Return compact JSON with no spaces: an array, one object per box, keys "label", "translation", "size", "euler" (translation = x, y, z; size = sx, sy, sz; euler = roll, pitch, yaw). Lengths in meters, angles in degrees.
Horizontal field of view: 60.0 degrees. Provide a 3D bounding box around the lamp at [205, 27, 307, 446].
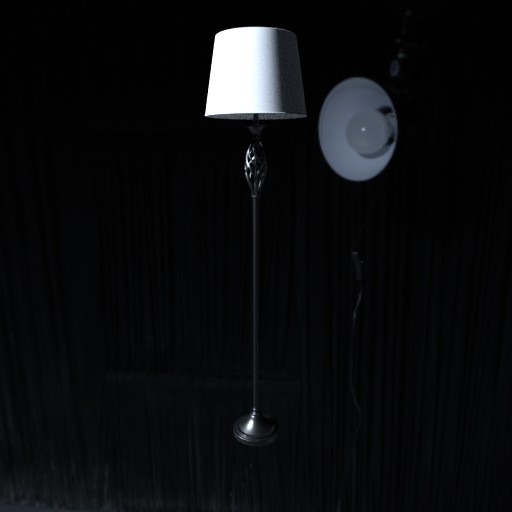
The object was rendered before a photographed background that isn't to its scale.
[{"label":"lamp","translation":[0.000,0.000,1.794],"size":[0.379,1.623,0.379],"euler":[0,14,0]}]
